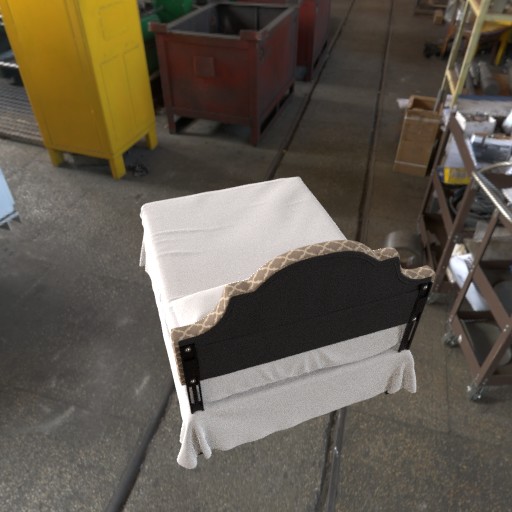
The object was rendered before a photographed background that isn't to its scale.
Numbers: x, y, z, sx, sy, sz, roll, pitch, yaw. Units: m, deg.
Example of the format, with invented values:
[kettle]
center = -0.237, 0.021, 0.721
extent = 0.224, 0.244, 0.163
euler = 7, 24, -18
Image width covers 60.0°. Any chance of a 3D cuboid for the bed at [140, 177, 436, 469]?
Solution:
[bed]
center = 0.000, 0.000, 3.411
extent = 1.780, 1.633, 2.222
euler = -12, 42, -14
